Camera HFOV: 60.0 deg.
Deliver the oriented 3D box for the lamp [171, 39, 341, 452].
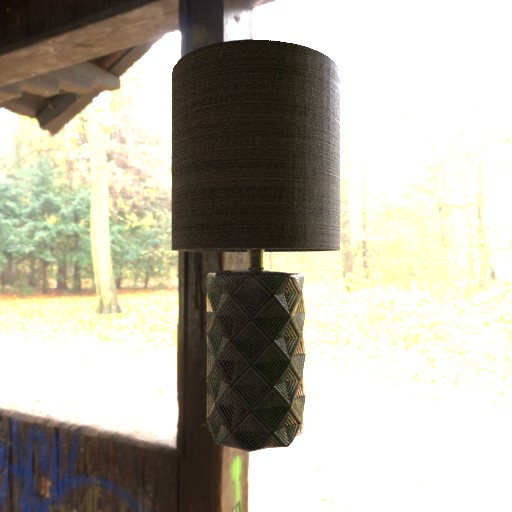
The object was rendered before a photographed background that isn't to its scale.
[{"bbox_3d":[0.000,0.000,0.712,0.268,0.566,0.269,0,-1,-1],"label":"lamp"}]
